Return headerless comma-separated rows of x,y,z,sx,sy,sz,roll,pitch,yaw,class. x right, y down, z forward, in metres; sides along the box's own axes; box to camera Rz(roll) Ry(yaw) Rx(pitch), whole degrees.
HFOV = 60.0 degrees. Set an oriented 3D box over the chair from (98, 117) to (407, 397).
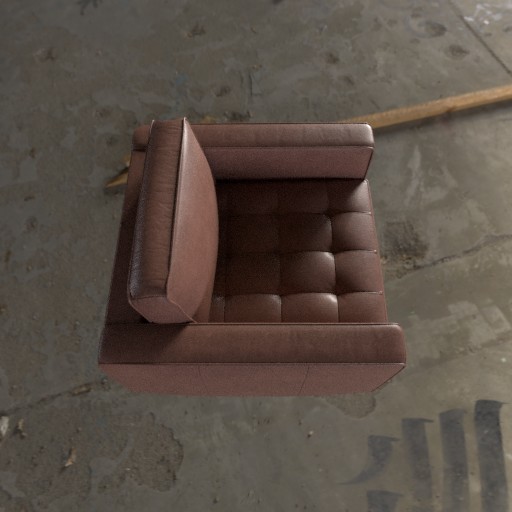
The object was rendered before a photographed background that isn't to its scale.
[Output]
0.000,0.000,1.580,0.900,0.770,0.920,0,63,0,chair
